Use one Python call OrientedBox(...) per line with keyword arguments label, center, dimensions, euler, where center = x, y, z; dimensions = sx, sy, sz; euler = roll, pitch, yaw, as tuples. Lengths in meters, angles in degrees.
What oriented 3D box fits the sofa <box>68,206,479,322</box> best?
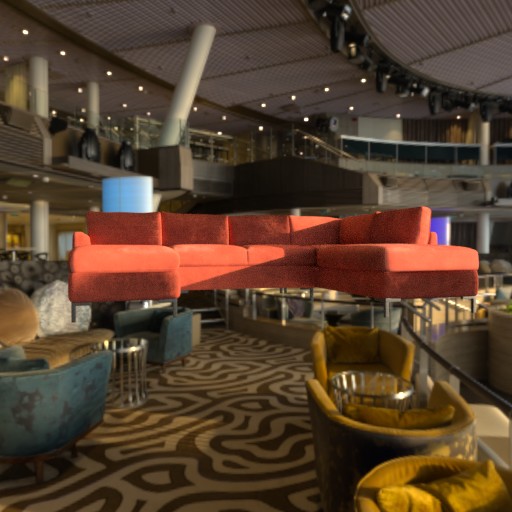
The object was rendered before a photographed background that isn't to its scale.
OrientedBox(label="sofa", center=(0.000, 0.000, 3.825), dimensions=(2.971, 0.858, 1.981), euler=(0, 1, -18))
